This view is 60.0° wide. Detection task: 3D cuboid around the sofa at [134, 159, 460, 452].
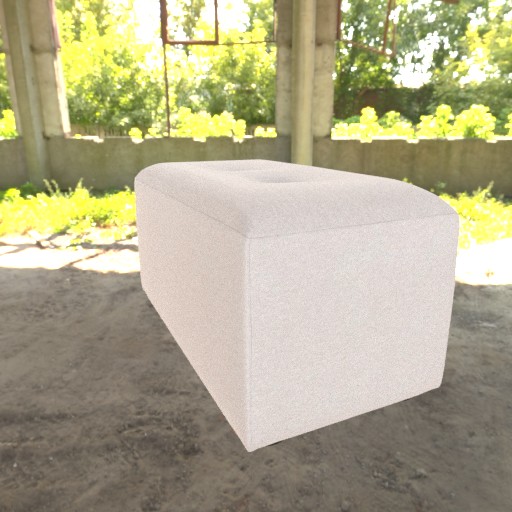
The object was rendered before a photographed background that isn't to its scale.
[{"bbox_3d":[0.000,0.000,1.209,0.480,0.470,0.930,-8,18,-24],"label":"sofa"}]
